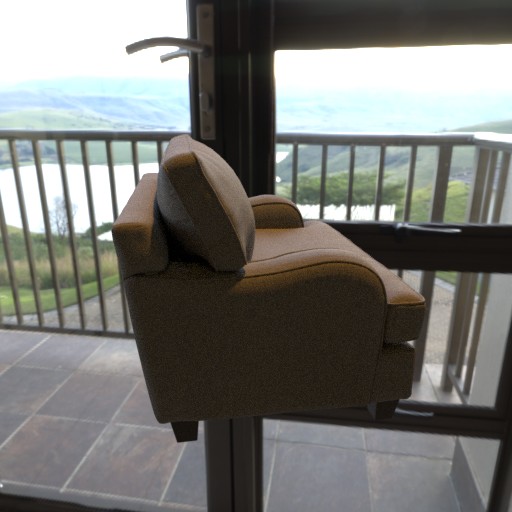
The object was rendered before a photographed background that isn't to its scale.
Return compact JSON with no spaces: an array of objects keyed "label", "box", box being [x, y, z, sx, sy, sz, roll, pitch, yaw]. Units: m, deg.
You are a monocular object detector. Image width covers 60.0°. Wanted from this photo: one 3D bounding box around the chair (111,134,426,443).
[{"label":"chair","box":[0.000,0.000,1.991,1.041,1.016,1.220,-3,18,-9]}]
